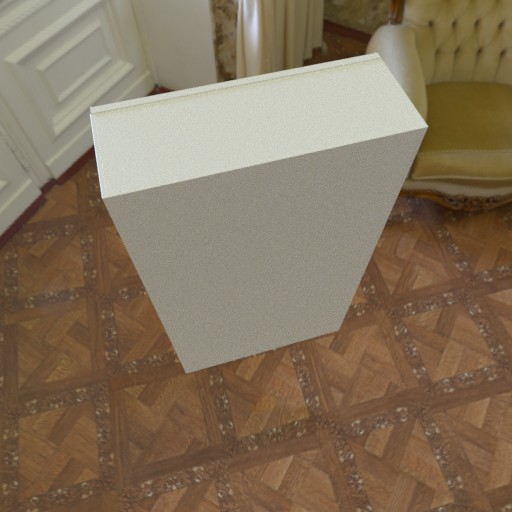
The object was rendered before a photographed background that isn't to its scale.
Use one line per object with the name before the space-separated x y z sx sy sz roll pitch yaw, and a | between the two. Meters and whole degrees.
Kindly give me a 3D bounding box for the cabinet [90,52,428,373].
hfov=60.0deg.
cabinet | 0.000 0.000 2.664 1.250 2.160 0.480 -14 60 -8
